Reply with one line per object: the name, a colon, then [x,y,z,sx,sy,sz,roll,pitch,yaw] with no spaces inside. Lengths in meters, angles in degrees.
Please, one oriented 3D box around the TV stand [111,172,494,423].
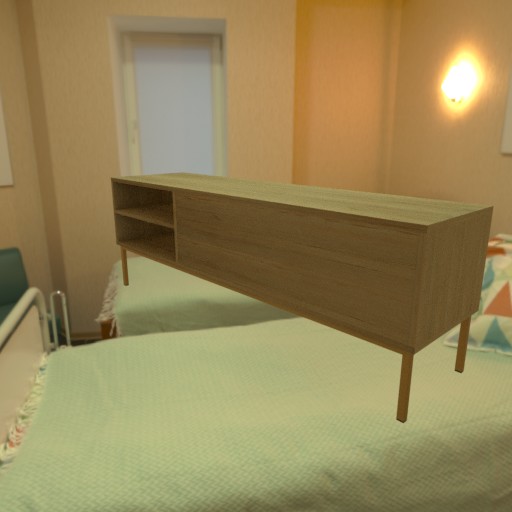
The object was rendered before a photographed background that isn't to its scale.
TV stand: [0.000,0.000,1.805,0.420,0.550,1.600,-14,21,-42]
